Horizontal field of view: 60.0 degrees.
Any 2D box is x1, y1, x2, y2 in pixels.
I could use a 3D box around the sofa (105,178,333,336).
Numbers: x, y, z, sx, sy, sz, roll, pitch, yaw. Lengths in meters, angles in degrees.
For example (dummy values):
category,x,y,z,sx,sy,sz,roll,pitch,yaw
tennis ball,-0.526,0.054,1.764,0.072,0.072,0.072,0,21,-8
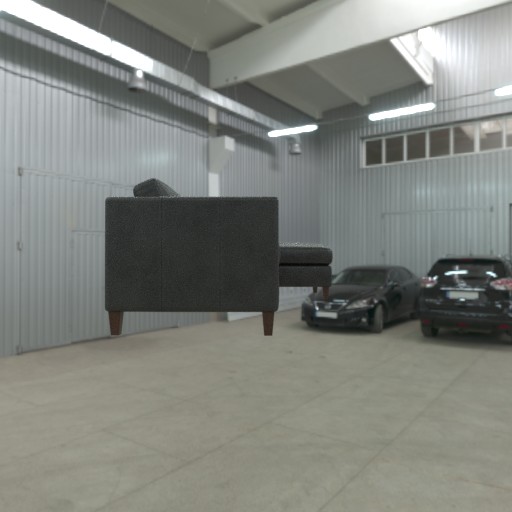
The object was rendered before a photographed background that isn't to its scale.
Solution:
category,x,y,z,sx,sy,sz,roll,pitch,yaw
sofa,0.000,0.000,3.950,1.581,0.883,3.203,0,0,1
